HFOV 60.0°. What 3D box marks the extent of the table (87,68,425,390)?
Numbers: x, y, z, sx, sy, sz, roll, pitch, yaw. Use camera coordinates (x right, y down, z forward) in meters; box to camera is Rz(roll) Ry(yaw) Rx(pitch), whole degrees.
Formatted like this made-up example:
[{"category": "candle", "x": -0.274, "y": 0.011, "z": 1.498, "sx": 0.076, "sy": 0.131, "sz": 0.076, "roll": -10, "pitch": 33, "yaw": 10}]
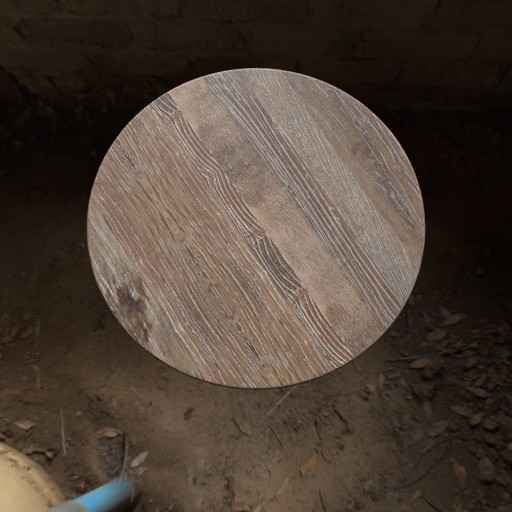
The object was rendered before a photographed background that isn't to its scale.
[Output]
[{"category": "table", "x": 0.000, "y": 0.000, "z": 0.897, "sx": 0.500, "sy": 0.500, "sz": 0.500, "roll": 0, "pitch": 75, "yaw": 0}]
